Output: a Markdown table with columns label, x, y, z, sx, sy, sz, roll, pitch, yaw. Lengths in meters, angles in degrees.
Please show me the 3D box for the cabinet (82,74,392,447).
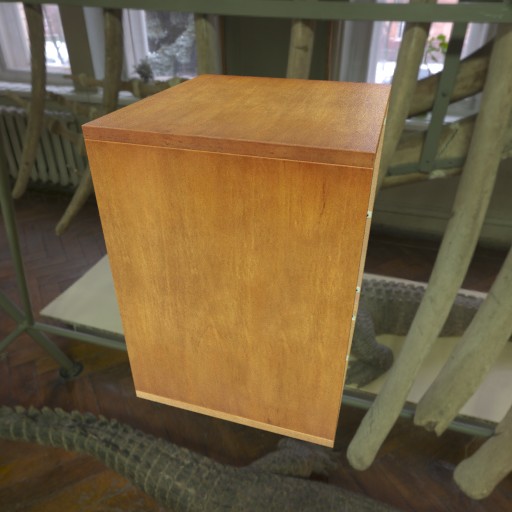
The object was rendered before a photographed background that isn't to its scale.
| label | x | y | z | sx | sy | sz | roll | pitch | yaw |
| --- | --- | --- | --- | --- | --- | --- | --- | --- | --- |
| cabinet | 0.000 | 0.000 | 0.856 | 0.401 | 0.579 | 0.409 | 9 | 33 | 14 |
